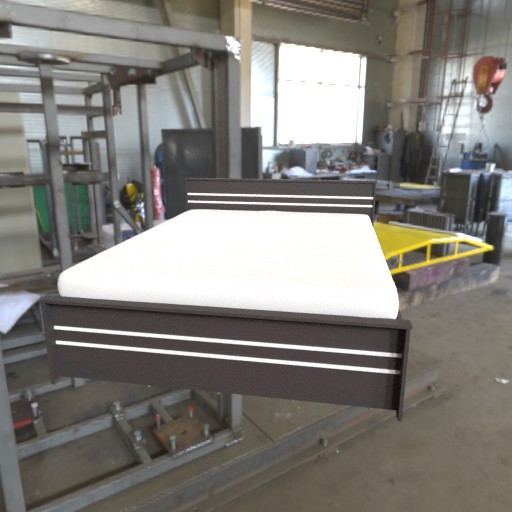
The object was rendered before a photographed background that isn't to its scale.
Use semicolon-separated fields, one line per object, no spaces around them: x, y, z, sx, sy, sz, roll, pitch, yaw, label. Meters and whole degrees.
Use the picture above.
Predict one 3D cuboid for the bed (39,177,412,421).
0.000;0.000;2.892;1.634;0.808;2.103;3;15;10;bed
